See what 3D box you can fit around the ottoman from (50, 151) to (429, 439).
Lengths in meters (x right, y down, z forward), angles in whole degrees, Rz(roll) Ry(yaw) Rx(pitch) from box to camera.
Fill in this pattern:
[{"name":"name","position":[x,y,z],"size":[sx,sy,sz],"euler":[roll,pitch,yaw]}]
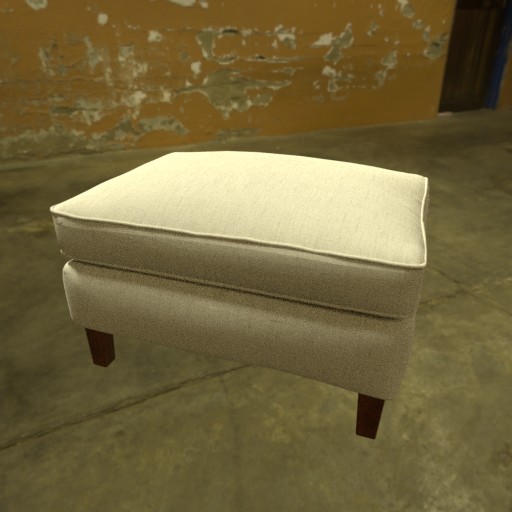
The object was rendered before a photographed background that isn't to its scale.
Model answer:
[{"name":"ottoman","position":[0.000,0.000,0.952],"size":[0.665,0.406,0.501],"euler":[9,28,18]}]
